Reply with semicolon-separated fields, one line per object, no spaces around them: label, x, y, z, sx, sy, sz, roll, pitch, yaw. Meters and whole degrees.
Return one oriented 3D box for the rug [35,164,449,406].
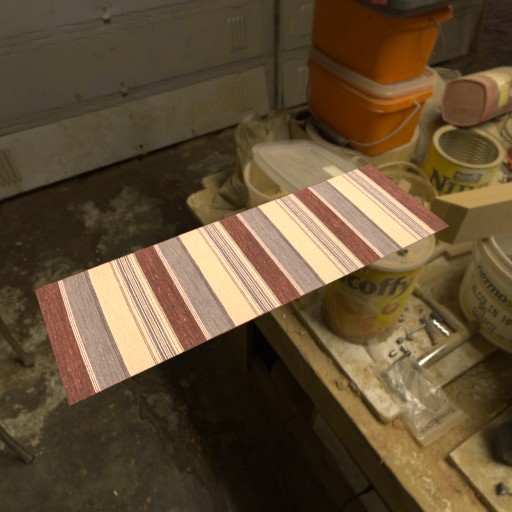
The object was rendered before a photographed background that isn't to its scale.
rug;0.000;0.000;2.695;2.437;0.006;0.792;-23;51;-20
